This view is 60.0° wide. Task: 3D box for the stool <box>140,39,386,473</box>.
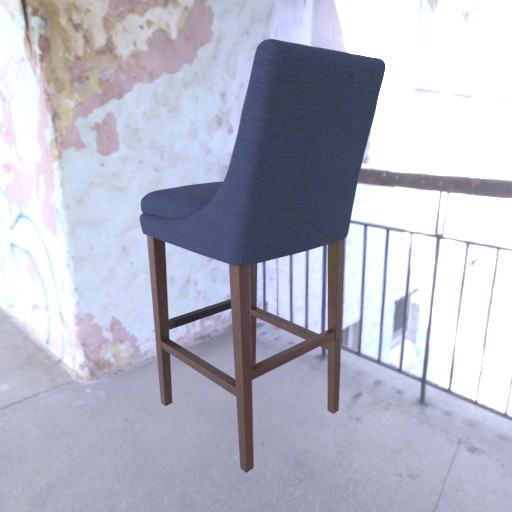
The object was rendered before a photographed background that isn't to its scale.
[{"bbox_3d":[0.000,0.000,1.326,0.470,1.078,0.577,-14,22,-41],"label":"stool"}]
